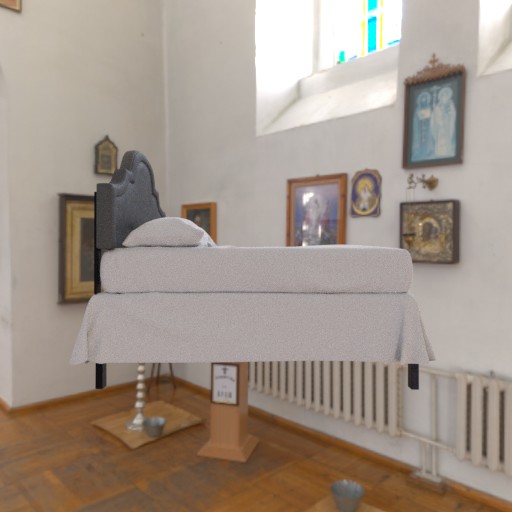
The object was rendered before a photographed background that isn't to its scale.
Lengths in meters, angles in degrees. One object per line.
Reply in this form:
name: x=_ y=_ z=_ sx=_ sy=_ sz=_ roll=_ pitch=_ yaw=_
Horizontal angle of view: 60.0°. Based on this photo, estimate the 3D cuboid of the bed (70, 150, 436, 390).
bed: x=0.000 y=0.000 z=3.500 sx=2.222 sy=1.634 sz=1.780 roll=0 pitch=0 yaw=0
